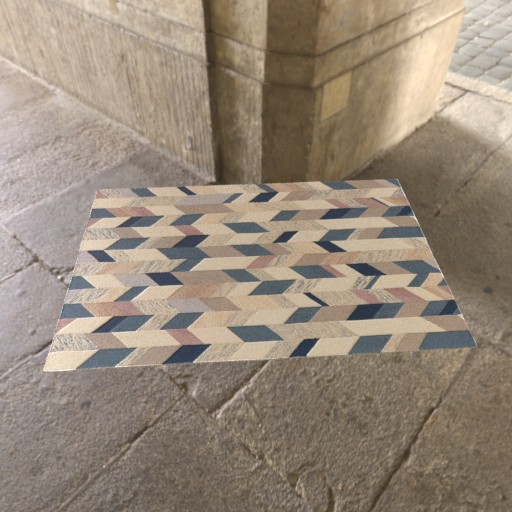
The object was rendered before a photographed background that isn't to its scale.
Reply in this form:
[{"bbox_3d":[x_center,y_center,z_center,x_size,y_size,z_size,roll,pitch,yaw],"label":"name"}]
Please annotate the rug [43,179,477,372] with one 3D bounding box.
[{"bbox_3d":[0.000,0.000,2.254,1.813,0.006,1.202,-3,46,-2],"label":"rug"}]
